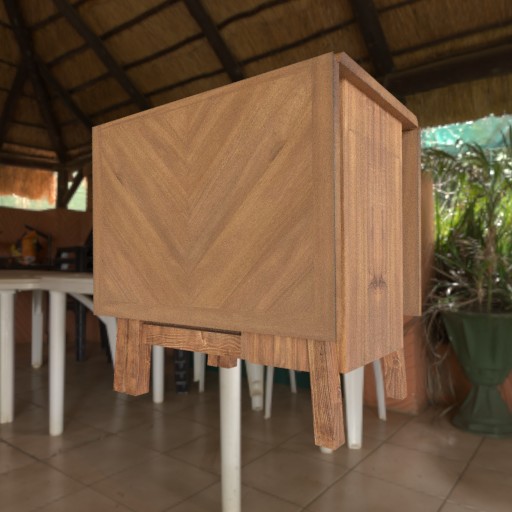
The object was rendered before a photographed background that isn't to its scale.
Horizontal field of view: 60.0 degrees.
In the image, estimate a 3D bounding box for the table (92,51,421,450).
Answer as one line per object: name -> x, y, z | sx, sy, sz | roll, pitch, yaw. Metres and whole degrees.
table -> 0.000, 0.000, 1.600 | 0.967, 0.981, 0.701 | -1, -2, 36
